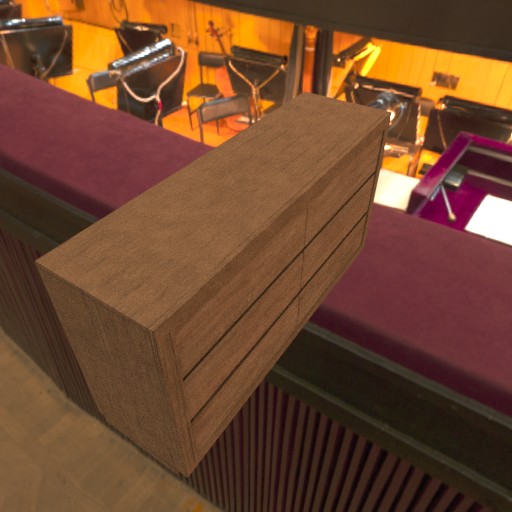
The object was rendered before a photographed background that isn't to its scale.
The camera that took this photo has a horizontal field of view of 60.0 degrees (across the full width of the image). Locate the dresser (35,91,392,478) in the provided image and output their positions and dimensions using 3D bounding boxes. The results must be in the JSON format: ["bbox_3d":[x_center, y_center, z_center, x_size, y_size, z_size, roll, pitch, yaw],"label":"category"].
[{"bbox_3d":[0.000,0.000,2.006,0.483,0.889,1.628,24,46,25],"label":"dresser"}]
